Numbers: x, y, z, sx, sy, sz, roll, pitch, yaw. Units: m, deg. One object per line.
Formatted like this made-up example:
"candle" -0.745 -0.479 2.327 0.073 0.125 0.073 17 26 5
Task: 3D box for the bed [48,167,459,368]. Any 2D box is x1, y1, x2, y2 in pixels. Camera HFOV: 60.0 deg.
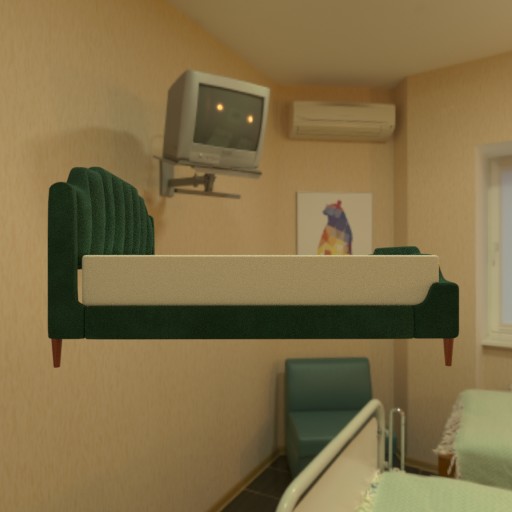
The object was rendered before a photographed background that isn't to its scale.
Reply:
"bed" 0.000 0.000 3.502 2.340 1.245 2.074 0 0 -1
